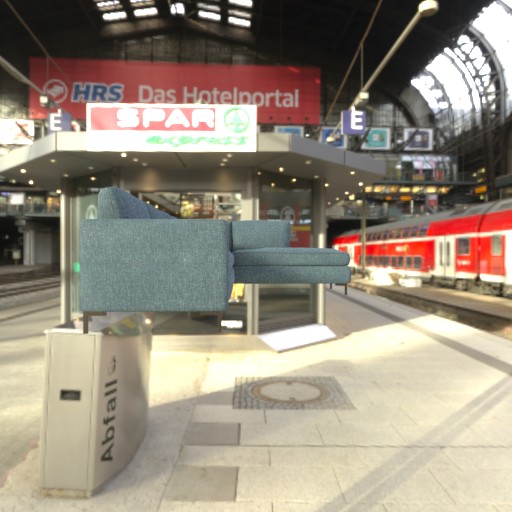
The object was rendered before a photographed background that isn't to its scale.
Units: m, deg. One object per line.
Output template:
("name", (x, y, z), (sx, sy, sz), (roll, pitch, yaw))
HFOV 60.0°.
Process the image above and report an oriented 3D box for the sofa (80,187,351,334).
("sofa", (0.000, 0.000, 3.849), (2.007, 0.815, 2.949), (0, 0, -2))
